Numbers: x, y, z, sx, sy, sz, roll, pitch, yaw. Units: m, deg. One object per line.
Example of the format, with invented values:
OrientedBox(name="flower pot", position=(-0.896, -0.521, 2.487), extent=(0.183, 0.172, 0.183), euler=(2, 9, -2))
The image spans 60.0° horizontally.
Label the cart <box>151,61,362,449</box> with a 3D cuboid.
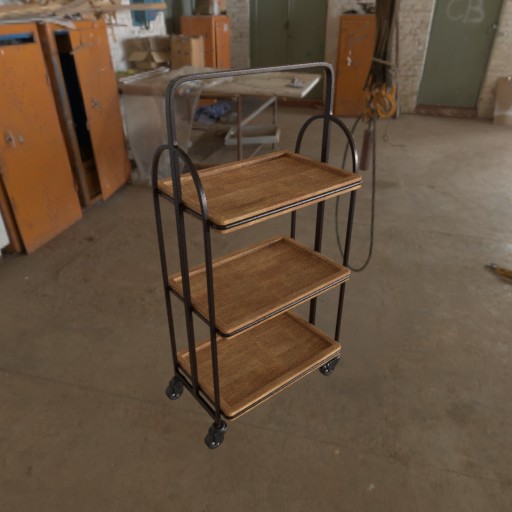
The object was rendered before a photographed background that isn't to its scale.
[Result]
OrientedBox(name="cart", position=(0.000, 0.000, 1.272), extent=(0.553, 1.001, 0.327), euler=(-21, 36, -33))
